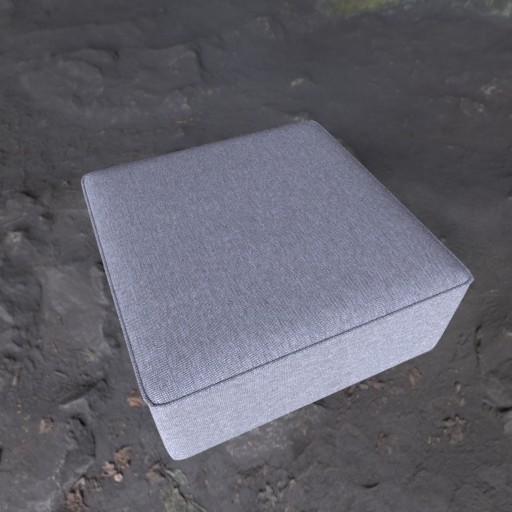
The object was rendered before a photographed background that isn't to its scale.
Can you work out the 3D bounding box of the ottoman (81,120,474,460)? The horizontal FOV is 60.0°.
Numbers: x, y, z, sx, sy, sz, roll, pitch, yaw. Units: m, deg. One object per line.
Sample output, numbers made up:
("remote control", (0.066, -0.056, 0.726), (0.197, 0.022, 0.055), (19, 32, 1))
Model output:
("ottoman", (0.000, 0.000, 1.604), (1.005, 0.455, 1.005), (-18, 50, -16))
